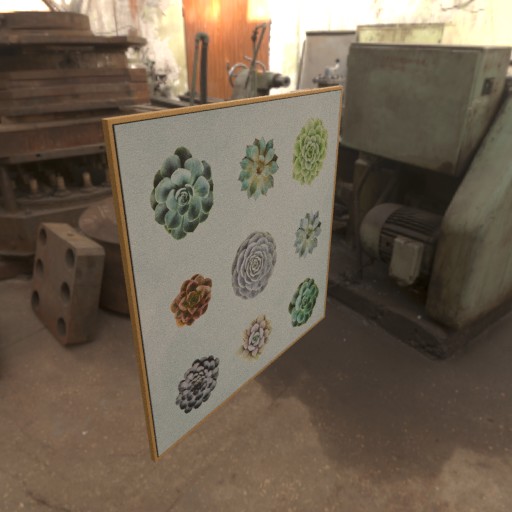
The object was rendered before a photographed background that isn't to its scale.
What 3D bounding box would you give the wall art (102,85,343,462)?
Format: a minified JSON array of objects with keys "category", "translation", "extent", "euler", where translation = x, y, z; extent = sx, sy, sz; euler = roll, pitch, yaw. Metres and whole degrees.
[{"category":"wall art","translation":[0.000,0.000,0.970],"extent":[0.014,0.655,0.657],"euler":[19,31,34]}]
